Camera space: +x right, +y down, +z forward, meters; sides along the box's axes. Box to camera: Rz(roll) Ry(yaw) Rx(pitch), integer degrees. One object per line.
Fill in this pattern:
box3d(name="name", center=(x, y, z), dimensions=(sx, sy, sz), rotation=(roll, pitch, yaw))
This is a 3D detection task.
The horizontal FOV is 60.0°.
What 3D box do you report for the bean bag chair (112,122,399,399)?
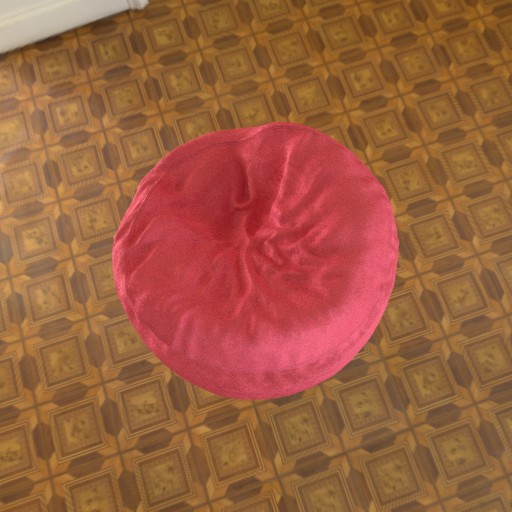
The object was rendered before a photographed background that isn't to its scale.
box3d(name="bean bag chair", center=(0.000, 0.000, 1.978), dimensions=(1.218, 0.788, 1.218), rotation=(0, 76, 0))
